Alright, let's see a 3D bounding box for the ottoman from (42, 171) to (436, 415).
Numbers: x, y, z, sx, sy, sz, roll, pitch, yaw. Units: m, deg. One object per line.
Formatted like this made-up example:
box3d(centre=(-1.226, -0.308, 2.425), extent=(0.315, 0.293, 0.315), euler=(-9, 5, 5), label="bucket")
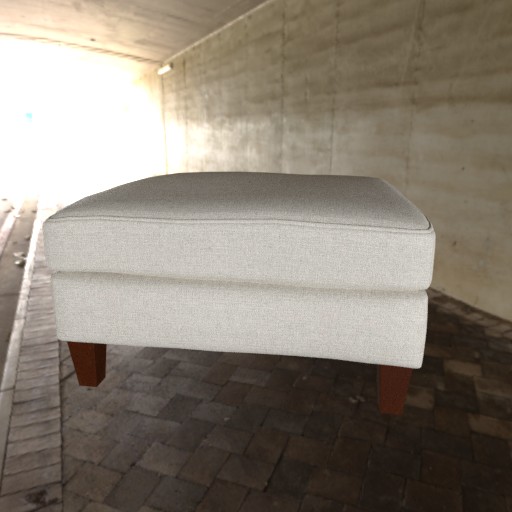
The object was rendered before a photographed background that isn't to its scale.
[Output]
box3d(centre=(0.000, 0.000, 1.324), extent=(0.838, 0.478, 0.838), euler=(2, 16, 8), label="ottoman")
